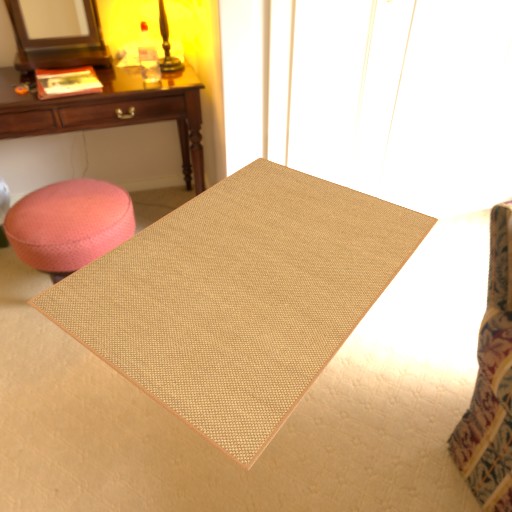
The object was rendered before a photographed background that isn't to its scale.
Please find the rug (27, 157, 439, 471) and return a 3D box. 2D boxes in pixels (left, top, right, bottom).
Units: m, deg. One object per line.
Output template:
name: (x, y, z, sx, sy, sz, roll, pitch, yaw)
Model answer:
rug: (0.000, 0.000, 2.715, 1.524, 0.013, 2.134, 26, 46, 28)
